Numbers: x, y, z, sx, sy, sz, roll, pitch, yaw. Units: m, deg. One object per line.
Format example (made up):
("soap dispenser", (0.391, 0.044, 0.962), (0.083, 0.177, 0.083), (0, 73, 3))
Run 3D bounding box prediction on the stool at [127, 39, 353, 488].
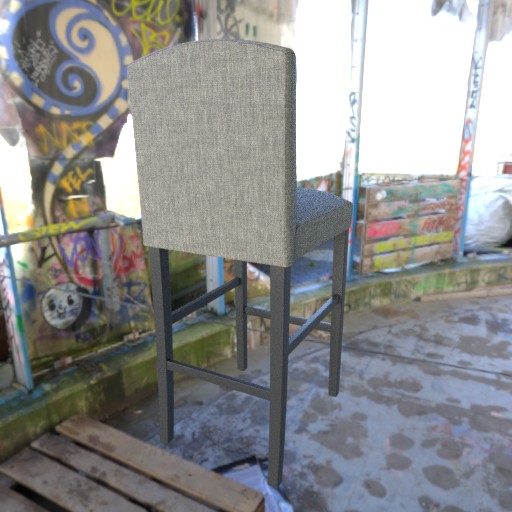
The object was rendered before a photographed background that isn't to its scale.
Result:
("stool", (0.000, 0.000, 1.369), (0.451, 1.138, 0.552), (8, 18, 27))
